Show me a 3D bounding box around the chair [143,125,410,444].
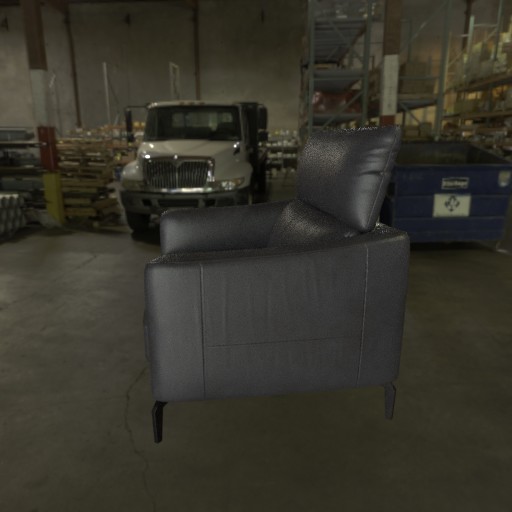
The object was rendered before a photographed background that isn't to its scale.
[{"bbox_3d":[0.000,0.000,1.702,0.809,0.949,0.976,-2,15,-9],"label":"chair"}]
